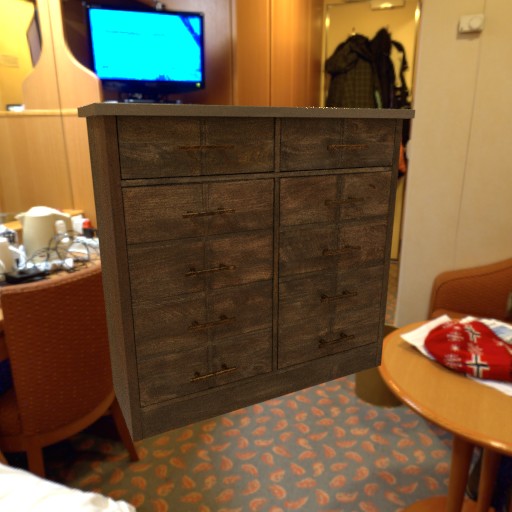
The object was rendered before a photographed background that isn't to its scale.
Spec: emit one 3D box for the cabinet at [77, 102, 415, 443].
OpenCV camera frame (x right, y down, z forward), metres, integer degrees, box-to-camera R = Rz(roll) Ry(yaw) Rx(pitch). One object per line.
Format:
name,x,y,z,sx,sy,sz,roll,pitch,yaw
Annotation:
cabinet,0.000,0.000,1.456,0.968,0.919,0.338,-8,18,-26
